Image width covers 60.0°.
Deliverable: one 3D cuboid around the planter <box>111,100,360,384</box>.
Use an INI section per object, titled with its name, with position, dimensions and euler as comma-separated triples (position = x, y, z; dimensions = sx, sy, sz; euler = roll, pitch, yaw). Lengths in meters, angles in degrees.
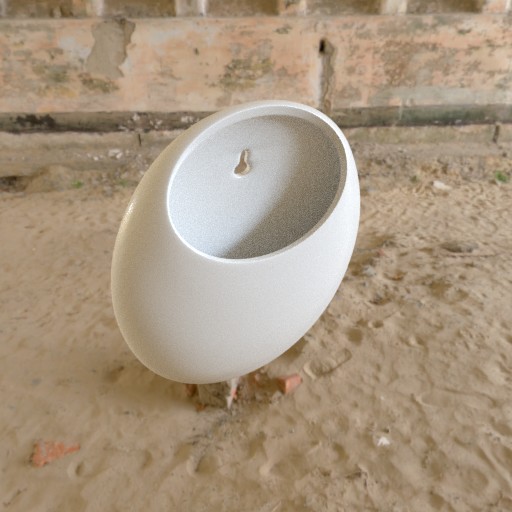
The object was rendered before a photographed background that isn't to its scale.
[planter]
position = 0.000, 0.000, 0.280
dimensions = 0.185, 0.188, 0.043
euler = -20, 35, -31
